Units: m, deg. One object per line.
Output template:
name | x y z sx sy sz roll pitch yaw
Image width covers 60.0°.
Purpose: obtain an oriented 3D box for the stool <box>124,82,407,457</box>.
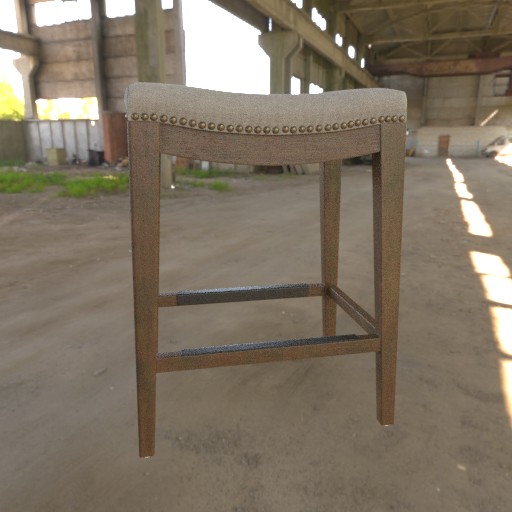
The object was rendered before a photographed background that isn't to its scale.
stool | 0.000 0.000 0.947 0.508 0.660 0.356 -3 15 -11
